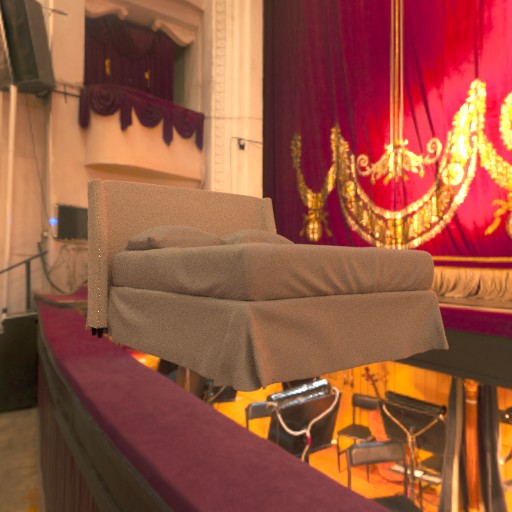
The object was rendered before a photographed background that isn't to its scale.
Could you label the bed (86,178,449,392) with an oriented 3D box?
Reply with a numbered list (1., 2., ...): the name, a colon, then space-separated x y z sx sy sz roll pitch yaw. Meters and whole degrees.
1. bed: 0.000 0.000 3.427 1.925 1.332 2.276 1 -1 -37
